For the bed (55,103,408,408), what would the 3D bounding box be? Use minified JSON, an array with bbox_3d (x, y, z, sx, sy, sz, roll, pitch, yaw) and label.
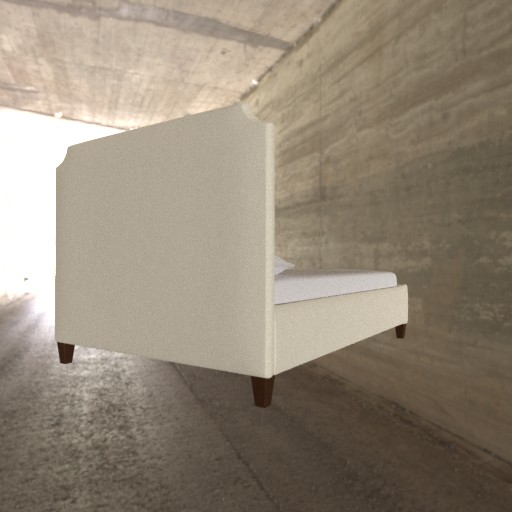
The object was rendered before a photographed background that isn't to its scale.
[{"bbox_3d":[0.000,0.000,3.445,1.712,1.443,2.372,-1,-1,34],"label":"bed"}]
